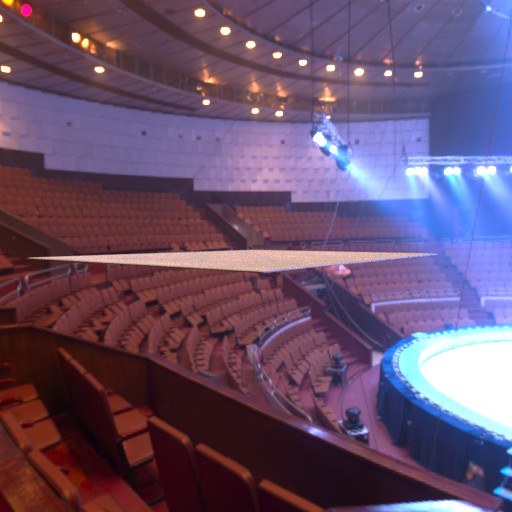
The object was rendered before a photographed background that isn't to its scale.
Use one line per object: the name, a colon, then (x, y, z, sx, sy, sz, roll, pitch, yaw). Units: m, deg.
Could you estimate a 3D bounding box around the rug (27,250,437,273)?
rug: (0.000, 0.000, 4.033, 2.363, 0.012, 2.980, 2, 3, 37)
